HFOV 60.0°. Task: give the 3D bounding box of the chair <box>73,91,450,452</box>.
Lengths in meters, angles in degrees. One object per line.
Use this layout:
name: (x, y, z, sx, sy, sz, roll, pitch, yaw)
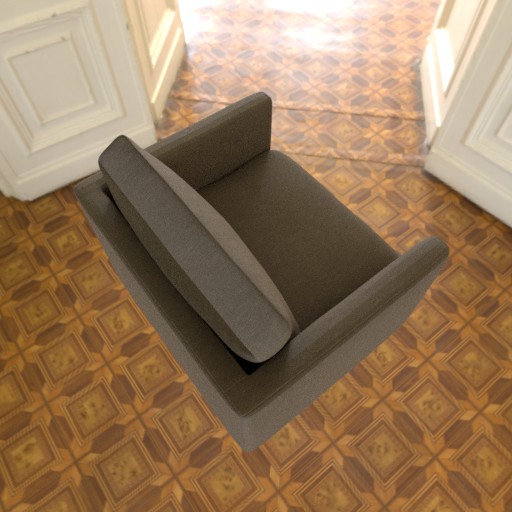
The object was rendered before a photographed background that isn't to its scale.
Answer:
chair: (0.000, 0.000, 1.827, 0.959, 0.963, 1.107, -34, 64, -19)
